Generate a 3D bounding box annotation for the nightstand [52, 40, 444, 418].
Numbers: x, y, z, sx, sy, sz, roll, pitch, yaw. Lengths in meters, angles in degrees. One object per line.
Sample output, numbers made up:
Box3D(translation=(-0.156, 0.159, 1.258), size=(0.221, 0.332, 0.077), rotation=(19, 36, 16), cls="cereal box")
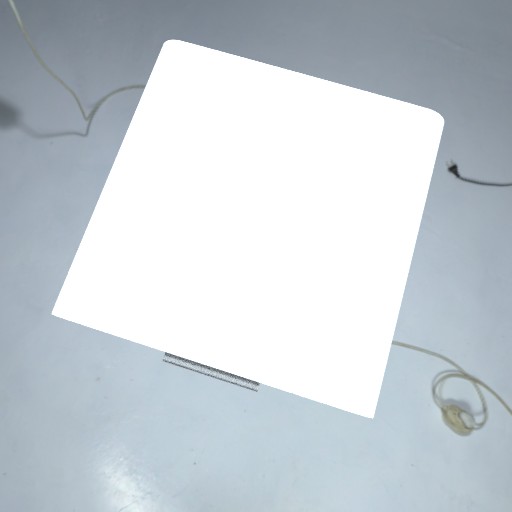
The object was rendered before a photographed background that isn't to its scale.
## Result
Box3D(translation=(0.000, 0.000, 0.754), size=(0.399, 0.447, 0.404), rotation=(17, 78, 4), cls="nightstand")
